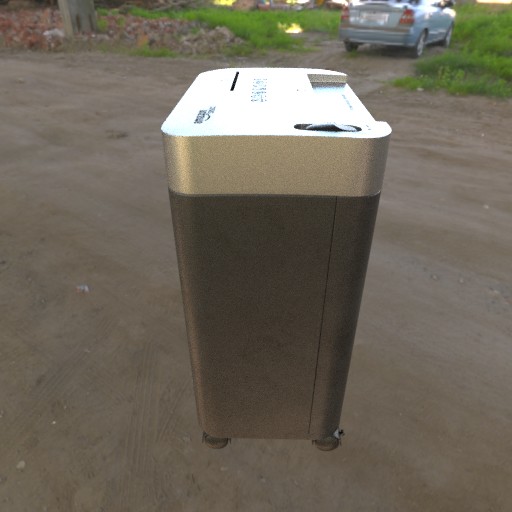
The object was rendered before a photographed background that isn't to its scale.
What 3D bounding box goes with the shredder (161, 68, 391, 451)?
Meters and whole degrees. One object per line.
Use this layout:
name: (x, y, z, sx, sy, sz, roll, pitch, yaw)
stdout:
shredder: (0.000, 0.000, 0.586, 0.237, 0.419, 0.311, 1, 32, 1)
